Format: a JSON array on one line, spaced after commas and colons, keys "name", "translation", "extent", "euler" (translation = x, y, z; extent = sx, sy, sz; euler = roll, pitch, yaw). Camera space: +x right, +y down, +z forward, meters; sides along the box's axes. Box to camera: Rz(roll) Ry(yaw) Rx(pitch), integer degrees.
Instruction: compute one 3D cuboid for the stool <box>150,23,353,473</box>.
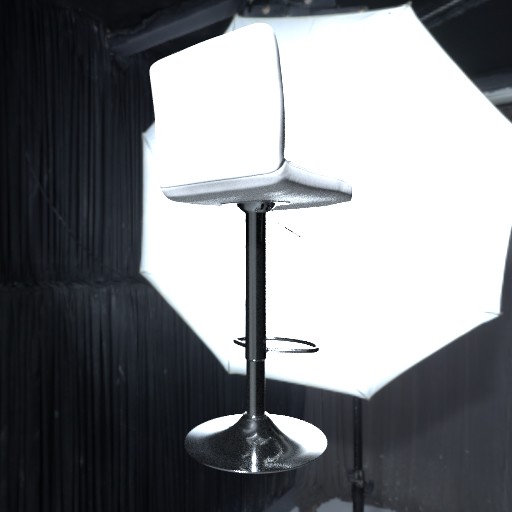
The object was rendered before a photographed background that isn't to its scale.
[{"name": "stool", "translation": [0.000, 0.000, 1.342], "extent": [0.430, 1.115, 0.505], "euler": [0, -1, 36]}]
